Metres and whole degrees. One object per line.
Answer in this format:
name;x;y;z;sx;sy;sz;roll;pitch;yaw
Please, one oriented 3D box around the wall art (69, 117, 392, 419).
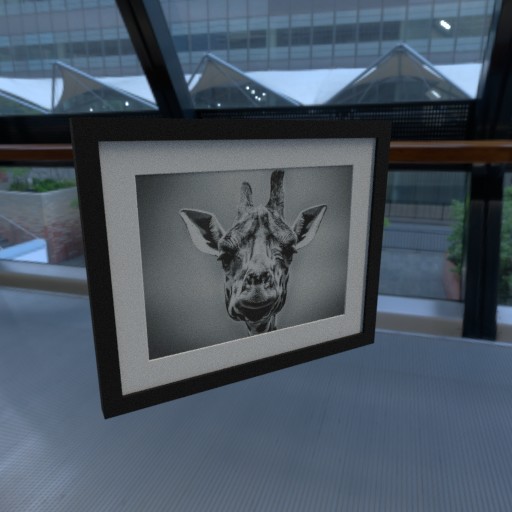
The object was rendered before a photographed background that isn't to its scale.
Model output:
wall art;0.000;0.000;0.777;0.558;0.457;0.031;-8;18;-27
